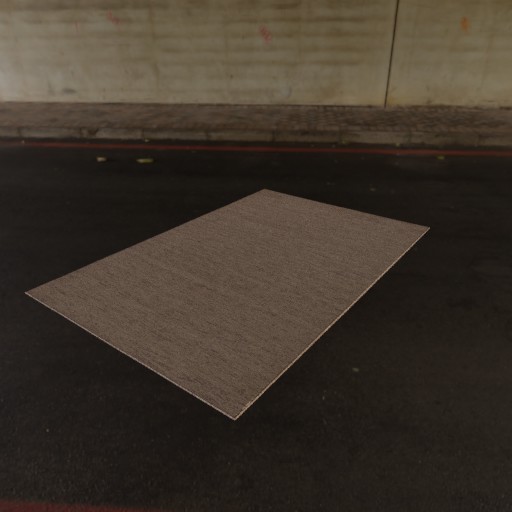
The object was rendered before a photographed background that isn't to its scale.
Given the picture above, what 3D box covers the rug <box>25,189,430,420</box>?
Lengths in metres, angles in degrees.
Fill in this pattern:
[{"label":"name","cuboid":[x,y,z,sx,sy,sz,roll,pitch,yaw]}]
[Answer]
[{"label":"rug","cuboid":[0.000,0.000,2.329,1.225,0.013,1.840,19,32,32]}]
